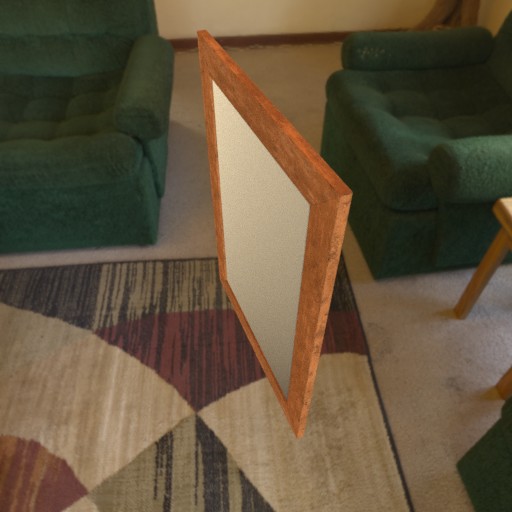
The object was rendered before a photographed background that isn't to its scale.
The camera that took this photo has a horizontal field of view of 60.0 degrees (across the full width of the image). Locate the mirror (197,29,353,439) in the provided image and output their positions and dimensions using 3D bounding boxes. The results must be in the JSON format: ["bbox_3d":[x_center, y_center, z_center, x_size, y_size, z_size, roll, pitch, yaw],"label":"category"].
[{"bbox_3d":[0.000,0.000,1.411,0.028,1.099,0.796,-17,49,-15],"label":"mirror"}]
